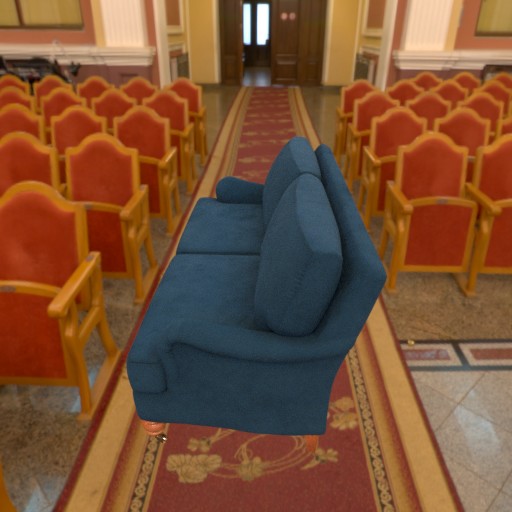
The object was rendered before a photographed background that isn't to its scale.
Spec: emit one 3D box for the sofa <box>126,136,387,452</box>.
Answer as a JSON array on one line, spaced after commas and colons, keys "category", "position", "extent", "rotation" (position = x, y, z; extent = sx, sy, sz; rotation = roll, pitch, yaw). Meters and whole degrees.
[{"category": "sofa", "position": [0.000, 0.000, 2.796], "extent": [1.084, 1.101, 2.141], "rotation": [1, 27, 2]}]
